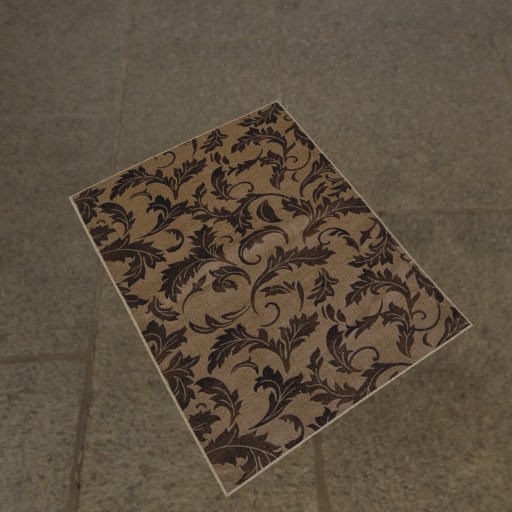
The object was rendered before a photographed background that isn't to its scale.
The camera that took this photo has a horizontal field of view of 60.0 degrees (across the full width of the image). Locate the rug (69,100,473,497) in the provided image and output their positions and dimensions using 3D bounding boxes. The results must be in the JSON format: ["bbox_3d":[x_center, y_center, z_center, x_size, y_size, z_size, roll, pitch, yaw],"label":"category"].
[{"bbox_3d":[0.000,0.000,3.942,2.380,0.008,2.977,-29,67,-14],"label":"rug"}]
